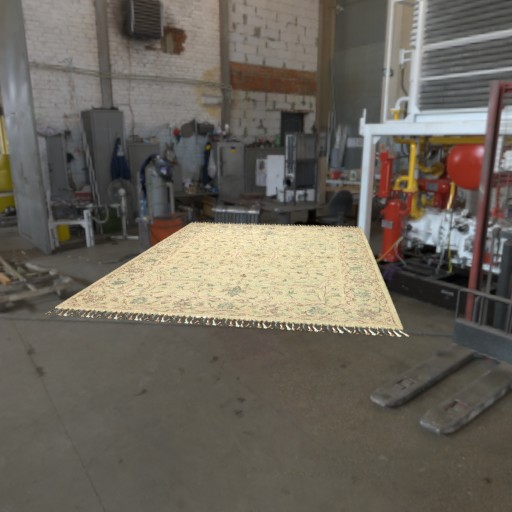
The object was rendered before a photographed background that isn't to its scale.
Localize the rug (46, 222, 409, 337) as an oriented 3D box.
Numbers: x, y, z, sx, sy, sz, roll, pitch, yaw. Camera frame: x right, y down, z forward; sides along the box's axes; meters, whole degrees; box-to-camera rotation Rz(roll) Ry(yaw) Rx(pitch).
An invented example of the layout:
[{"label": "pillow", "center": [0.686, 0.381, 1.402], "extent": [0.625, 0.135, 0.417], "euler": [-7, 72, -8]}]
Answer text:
[{"label": "rug", "center": [0.000, 0.000, 2.321], "extent": [1.247, 0.008, 1.802], "euler": [2, 15, 8]}]
